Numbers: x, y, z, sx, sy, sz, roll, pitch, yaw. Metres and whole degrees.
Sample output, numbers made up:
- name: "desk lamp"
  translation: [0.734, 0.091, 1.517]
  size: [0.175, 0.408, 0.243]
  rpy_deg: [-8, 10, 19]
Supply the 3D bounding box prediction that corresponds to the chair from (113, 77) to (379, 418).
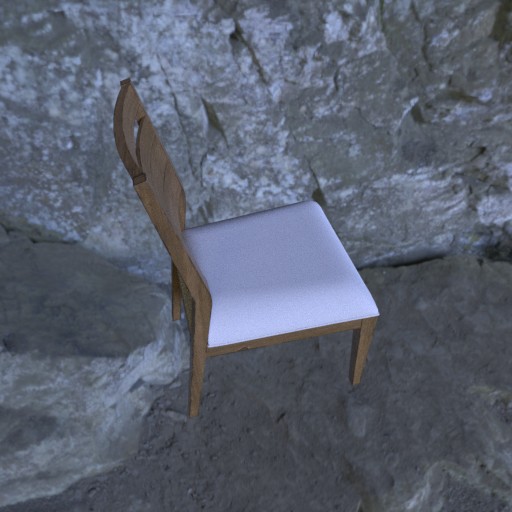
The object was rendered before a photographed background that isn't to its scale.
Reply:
- name: "chair"
  translation: [0.000, 0.000, 1.297]
  size: [0.610, 0.939, 0.497]
  rpy_deg: [-11, 47, -10]
